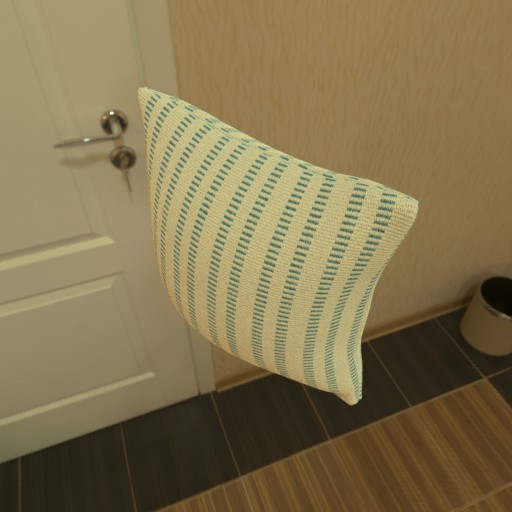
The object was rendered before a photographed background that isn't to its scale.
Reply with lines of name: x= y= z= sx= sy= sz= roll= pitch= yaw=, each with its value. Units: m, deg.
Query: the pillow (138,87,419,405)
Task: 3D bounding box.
pillow: x=0.000 y=0.000 z=0.686 sx=0.438 sy=0.419 sz=0.247 roll=30 pitch=52 yaw=27
